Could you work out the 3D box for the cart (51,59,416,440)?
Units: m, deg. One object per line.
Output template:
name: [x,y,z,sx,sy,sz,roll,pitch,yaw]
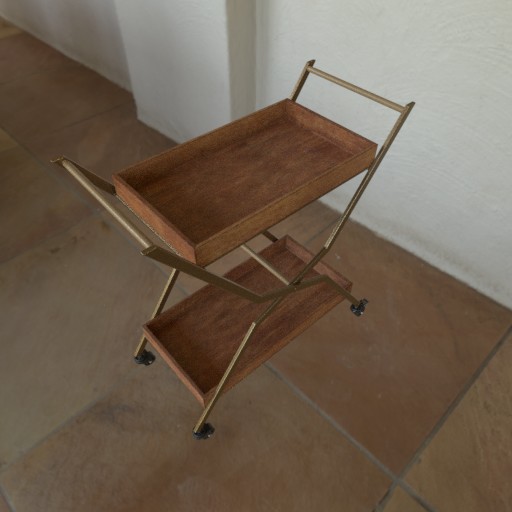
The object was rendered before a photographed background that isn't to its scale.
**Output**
cart: [0.000,0.000,1.347,0.836,0.869,0.405,-32,54,-27]
